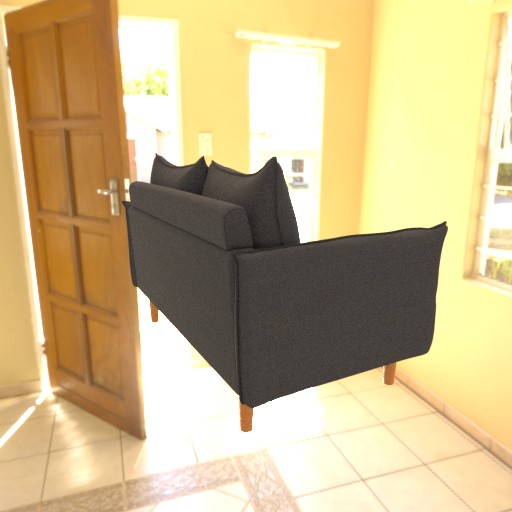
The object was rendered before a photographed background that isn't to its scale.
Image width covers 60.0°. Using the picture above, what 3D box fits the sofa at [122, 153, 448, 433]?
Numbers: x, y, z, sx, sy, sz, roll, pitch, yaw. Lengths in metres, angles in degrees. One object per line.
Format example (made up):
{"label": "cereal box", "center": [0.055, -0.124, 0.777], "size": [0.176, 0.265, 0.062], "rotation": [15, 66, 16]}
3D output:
{"label": "sofa", "center": [0.000, 0.000, 1.869], "size": [0.820, 0.840, 1.300], "rotation": [-7, 15, -28]}
